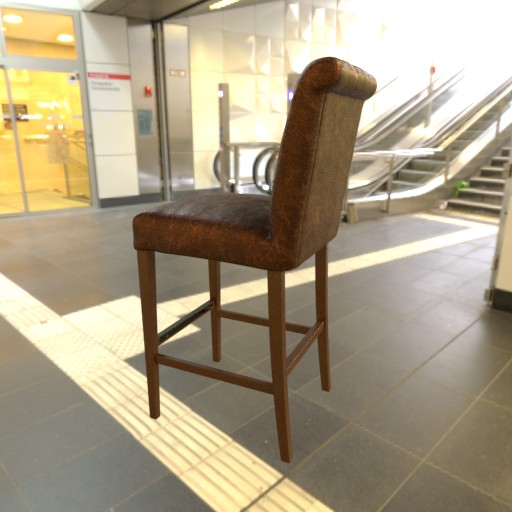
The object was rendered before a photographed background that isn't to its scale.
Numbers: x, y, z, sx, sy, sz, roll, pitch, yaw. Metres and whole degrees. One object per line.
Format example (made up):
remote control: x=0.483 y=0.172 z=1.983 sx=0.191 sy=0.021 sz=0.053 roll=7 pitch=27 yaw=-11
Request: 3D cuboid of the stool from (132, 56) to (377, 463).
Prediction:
stool: x=0.000 y=0.000 z=1.502 sx=0.659 sy=1.168 sz=0.483 roll=8 pitch=18 yaw=24
